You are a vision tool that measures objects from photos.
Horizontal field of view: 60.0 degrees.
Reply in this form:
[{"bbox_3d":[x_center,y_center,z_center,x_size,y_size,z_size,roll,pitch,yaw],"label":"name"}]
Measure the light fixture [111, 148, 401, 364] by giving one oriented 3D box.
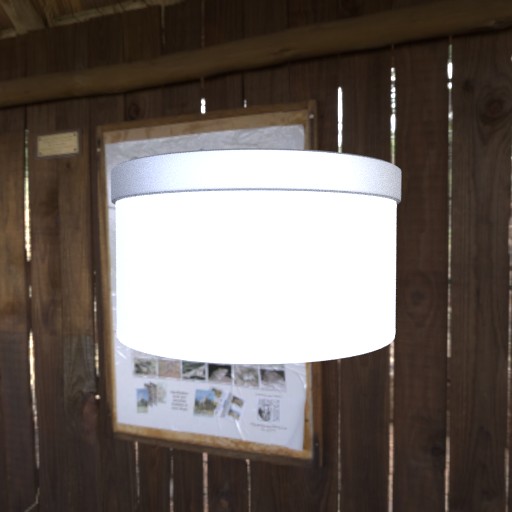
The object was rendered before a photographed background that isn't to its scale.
[{"bbox_3d":[0.000,0.000,0.635,0.393,0.229,0.393,0,2,0],"label":"light fixture"}]
